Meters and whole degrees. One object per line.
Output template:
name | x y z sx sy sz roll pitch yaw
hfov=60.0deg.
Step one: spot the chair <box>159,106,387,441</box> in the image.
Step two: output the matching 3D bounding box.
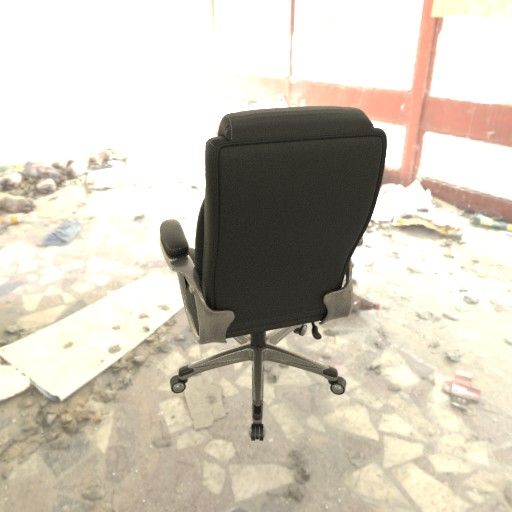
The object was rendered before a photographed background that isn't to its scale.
chair | 0.000 0.000 1.687 0.741 1.167 0.784 -8 28 -15
